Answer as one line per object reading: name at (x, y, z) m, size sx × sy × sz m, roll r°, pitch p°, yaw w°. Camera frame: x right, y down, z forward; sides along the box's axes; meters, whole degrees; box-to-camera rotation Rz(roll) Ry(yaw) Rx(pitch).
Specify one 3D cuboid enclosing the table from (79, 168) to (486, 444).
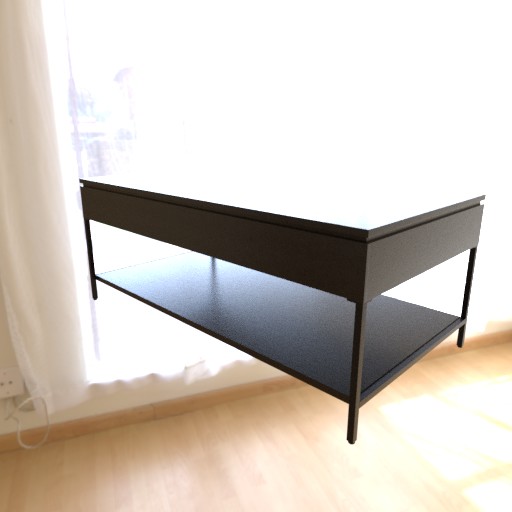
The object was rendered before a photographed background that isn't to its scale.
table at (0.000, 0.000, 1.370) m, size 1.095 × 0.435 × 0.574 m, roll 15°, pitch 22°, yaw 42°
